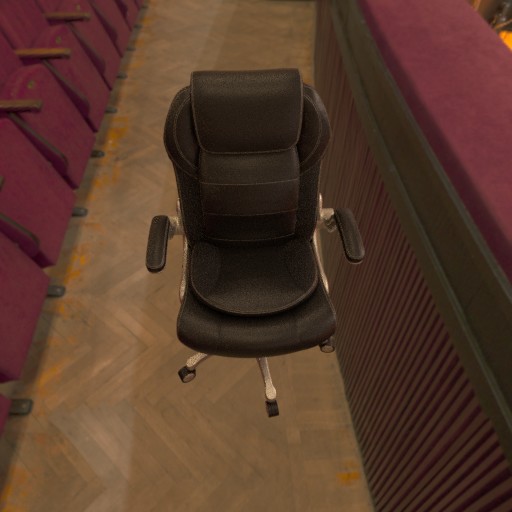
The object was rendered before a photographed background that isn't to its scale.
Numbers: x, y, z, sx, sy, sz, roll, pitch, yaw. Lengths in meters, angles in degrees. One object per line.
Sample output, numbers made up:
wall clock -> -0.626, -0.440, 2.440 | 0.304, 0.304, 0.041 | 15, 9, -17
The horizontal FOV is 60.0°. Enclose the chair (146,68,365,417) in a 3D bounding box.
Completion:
chair -> 0.000, 0.000, 1.701 | 0.724, 1.141, 0.801 | -3, 46, -3
